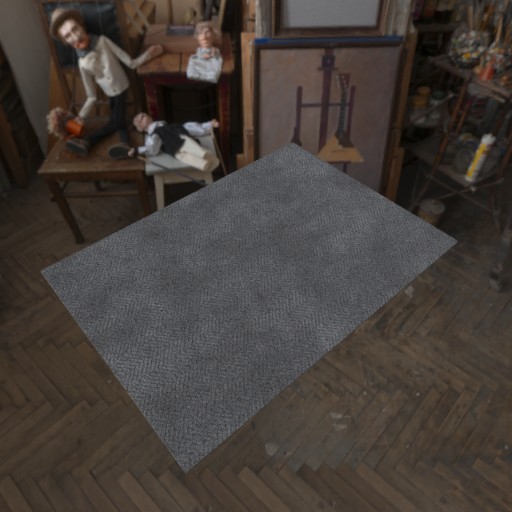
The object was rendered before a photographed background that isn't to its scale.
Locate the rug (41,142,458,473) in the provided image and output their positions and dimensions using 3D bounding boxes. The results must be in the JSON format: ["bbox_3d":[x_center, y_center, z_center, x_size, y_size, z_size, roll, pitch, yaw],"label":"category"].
[{"bbox_3d":[0.000,0.000,2.904,2.235,0.008,1.600,-33,55,-27],"label":"rug"}]
